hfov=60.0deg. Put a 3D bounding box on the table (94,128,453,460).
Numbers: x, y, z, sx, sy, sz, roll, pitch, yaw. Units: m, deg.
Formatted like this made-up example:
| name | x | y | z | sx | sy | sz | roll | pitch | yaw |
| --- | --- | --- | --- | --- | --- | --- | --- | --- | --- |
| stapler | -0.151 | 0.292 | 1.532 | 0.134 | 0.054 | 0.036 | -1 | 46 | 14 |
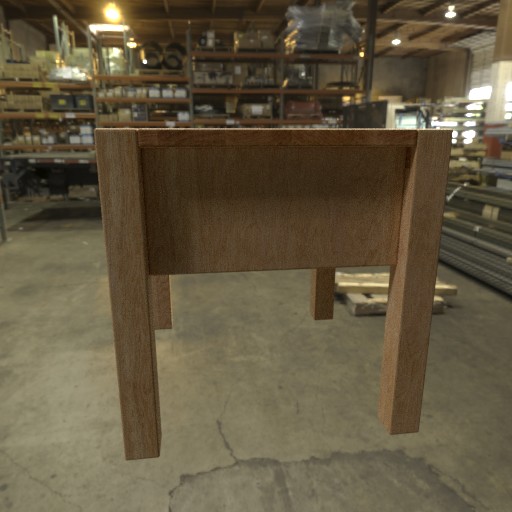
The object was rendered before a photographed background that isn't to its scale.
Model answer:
| name | x | y | z | sx | sy | sz | roll | pitch | yaw |
| --- | --- | --- | --- | --- | --- | --- | --- | --- | --- |
| table | 0.000 | 0.000 | 0.821 | 0.440 | 0.450 | 0.480 | -2 | 16 | -8 |
